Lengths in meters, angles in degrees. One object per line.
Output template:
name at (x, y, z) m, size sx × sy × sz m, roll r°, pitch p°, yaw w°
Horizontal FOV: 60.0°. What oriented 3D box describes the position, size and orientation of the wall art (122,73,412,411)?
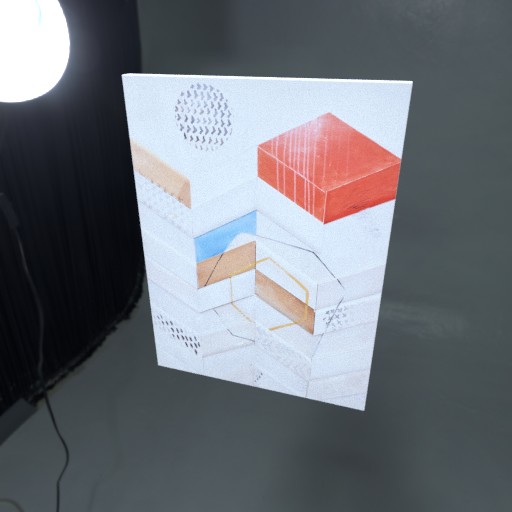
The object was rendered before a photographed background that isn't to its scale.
wall art at (0.000, 0.000, 1.630) m, size 0.914 × 1.221 × 0.046 m, roll 8°, pitch 28°, yaw 15°
